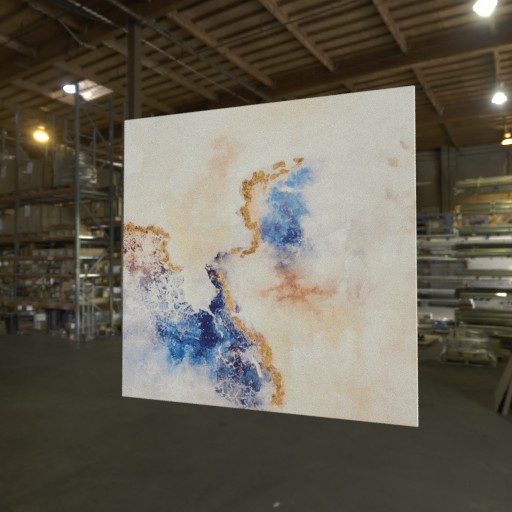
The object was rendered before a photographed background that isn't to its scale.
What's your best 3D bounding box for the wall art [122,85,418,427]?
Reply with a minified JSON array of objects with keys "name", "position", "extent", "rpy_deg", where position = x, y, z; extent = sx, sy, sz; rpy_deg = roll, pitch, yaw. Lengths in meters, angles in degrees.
[{"name":"wall art","position":[0.000,0.000,1.307],"extent":[0.889,0.889,0.038],"rpy_deg":[-1,-2,18]}]
